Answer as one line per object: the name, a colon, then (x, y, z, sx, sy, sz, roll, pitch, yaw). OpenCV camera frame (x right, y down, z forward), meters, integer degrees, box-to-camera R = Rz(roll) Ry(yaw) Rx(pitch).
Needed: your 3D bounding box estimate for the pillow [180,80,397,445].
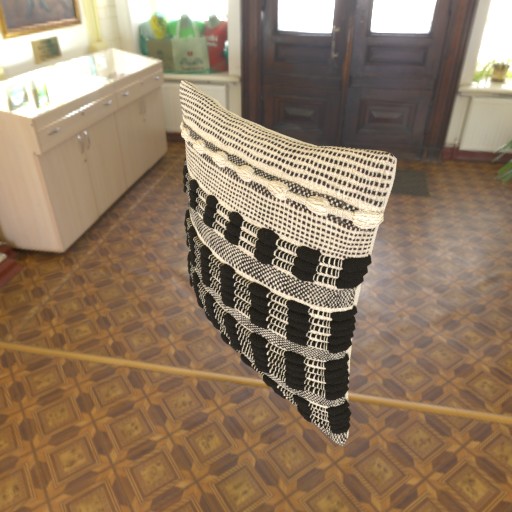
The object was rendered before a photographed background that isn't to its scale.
pillow: (0.000, 0.000, 0.670, 0.156, 0.438, 0.436, -20, 38, -29)
